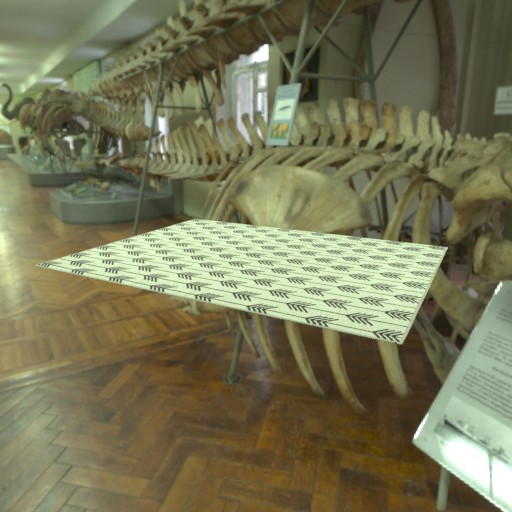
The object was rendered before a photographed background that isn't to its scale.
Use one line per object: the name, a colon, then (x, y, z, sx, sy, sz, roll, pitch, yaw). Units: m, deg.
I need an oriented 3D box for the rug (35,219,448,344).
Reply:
rug: (0.000, 0.000, 4.087, 3.061, 0.010, 2.330, 8, 18, 27)
